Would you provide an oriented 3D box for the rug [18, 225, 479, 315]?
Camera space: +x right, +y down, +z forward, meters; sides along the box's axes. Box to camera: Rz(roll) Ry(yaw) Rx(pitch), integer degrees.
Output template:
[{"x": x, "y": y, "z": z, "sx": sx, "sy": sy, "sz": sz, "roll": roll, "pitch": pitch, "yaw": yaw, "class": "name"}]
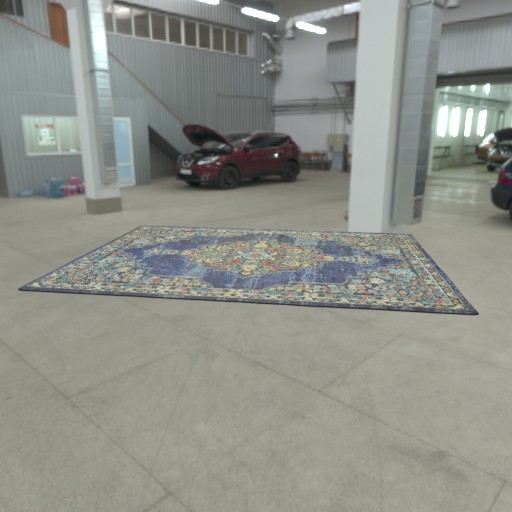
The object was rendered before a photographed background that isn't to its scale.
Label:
[{"x": 0.000, "y": 0.000, "z": 2.871, "sx": 2.232, "sy": 0.009, "sz": 1.630, "roll": 2, "pitch": 16, "yaw": 8, "class": "rug"}]
